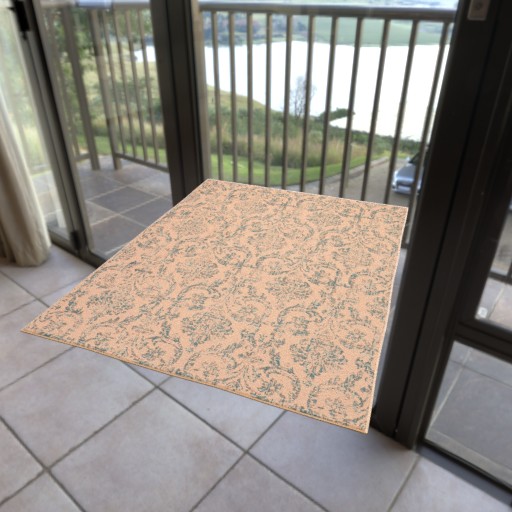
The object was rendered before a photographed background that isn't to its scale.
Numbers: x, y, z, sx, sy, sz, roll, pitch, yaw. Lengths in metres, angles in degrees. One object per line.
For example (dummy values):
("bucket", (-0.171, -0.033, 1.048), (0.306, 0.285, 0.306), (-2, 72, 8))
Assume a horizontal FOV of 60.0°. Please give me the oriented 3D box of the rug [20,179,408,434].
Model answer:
("rug", (0.000, 0.000, 3.889), (2.363, 0.012, 2.980), (11, 33, 17))
